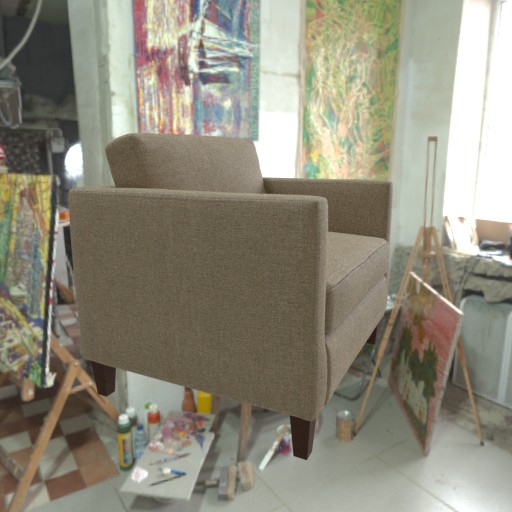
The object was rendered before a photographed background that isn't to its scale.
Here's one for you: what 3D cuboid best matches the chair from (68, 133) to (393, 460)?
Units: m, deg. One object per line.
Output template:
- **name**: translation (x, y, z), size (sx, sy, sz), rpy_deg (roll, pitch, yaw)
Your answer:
- **chair**: translation (0.000, 0.000, 1.849), size (0.959, 0.987, 1.107), rpy_deg (6, 14, 26)
